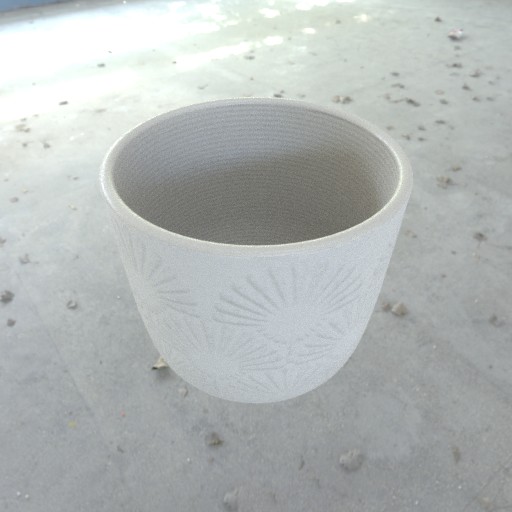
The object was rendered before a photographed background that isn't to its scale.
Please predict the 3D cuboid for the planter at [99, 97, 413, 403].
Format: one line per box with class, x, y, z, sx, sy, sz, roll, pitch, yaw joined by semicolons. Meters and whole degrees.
planter;0.000;0.000;0.215;0.124;0.109;0.124;0;41;0
